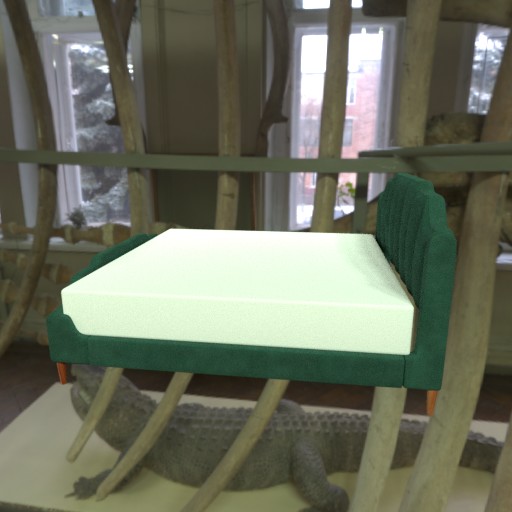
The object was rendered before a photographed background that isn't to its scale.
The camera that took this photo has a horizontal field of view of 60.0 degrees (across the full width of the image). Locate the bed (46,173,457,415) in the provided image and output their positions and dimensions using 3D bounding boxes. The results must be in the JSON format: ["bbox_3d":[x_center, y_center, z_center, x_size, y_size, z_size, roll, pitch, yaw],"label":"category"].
[{"bbox_3d":[0.000,0.000,3.450,2.340,1.245,2.074,2,14,8],"label":"bed"}]
